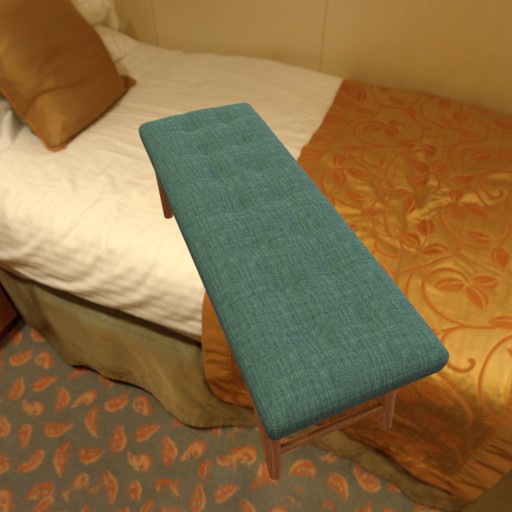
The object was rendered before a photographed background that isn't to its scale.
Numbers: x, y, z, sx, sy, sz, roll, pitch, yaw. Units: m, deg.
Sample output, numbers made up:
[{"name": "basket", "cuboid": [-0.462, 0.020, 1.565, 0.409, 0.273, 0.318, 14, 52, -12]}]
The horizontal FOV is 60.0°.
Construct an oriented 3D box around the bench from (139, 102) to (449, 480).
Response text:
[{"name": "bench", "cuboid": [0.000, 0.000, 1.322, 0.406, 0.432, 1.118, -17, 49, -15]}]
